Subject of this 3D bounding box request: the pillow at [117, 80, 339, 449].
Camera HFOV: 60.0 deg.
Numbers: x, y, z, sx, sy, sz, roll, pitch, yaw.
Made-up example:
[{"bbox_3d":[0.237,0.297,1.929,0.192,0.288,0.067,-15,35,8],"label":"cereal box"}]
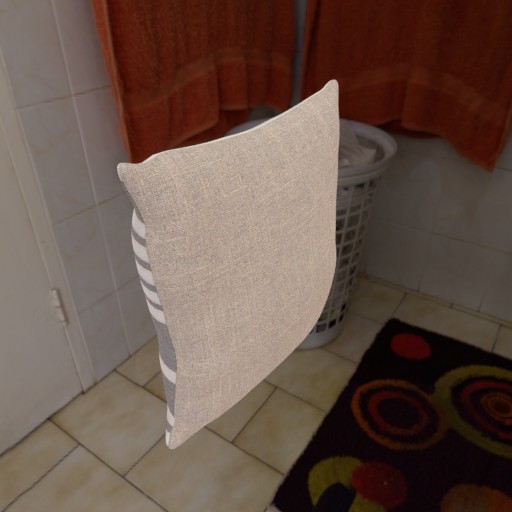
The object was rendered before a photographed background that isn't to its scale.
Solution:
[{"bbox_3d":[0.000,0.000,0.669,0.182,0.440,0.439,22,39,30],"label":"pillow"}]
